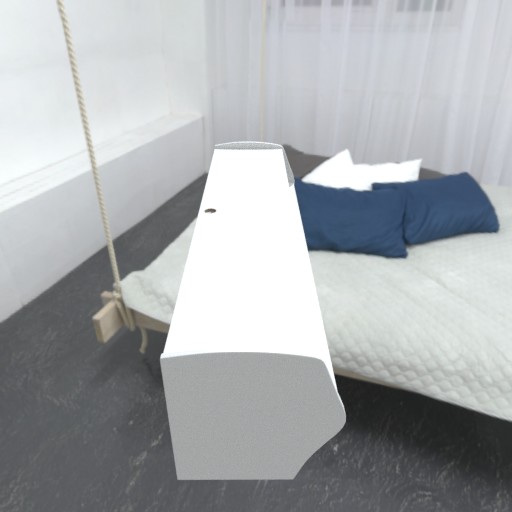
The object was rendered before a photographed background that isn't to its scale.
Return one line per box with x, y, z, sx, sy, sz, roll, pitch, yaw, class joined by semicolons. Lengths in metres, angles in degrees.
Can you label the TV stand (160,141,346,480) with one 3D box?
0.000;0.000;1.629;0.397;0.424;1.473;0;31;0;TV stand
